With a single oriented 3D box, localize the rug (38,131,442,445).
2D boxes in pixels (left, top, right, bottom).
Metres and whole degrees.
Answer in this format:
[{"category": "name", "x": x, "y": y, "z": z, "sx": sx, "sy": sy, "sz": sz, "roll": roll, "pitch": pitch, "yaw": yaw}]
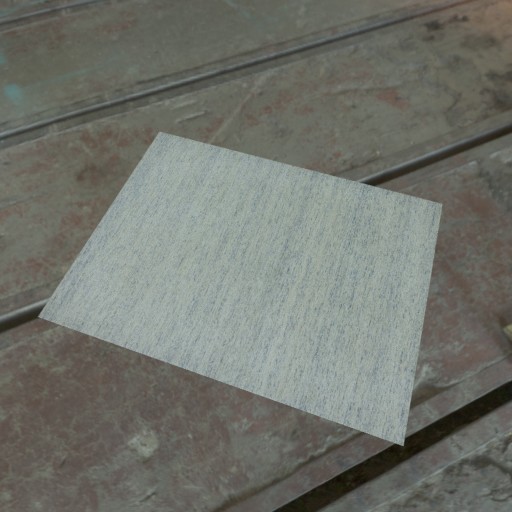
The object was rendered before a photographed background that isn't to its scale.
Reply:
[{"category": "rug", "x": 0.000, "y": 0.000, "z": 4.216, "sx": 3.197, "sy": 0.006, "sz": 2.438, "roll": 17, "pitch": 60, "yaw": 10}]
